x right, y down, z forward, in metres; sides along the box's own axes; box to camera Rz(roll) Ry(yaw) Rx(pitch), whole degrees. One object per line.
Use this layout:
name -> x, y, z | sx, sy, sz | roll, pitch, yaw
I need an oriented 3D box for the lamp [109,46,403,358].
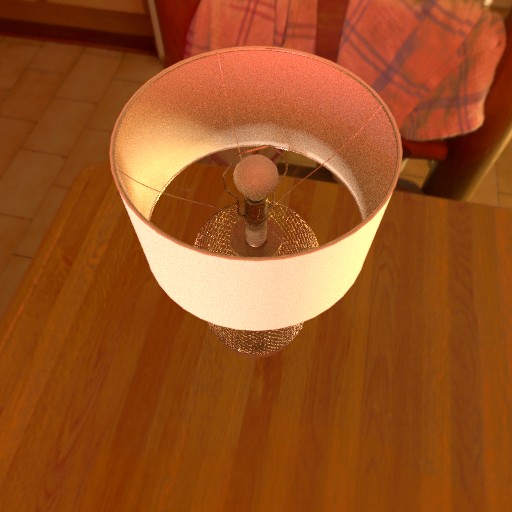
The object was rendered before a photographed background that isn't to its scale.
lamp -> 0.000, 0.000, 0.788 | 0.353, 0.578, 0.353 | 0, 60, 0
